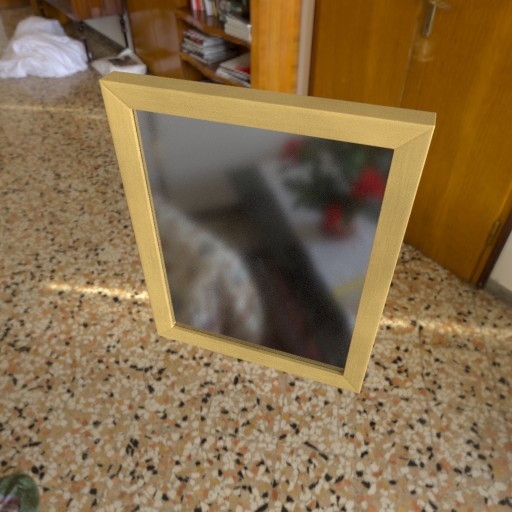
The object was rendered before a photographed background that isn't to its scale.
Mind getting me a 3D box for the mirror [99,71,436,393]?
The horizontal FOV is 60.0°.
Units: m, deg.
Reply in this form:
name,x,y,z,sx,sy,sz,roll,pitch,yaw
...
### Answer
name,x,y,z,sx,sy,sz,roll,pitch,yaw
mirror,0.000,0.000,0.690,0.405,0.508,0.041,13,43,14
